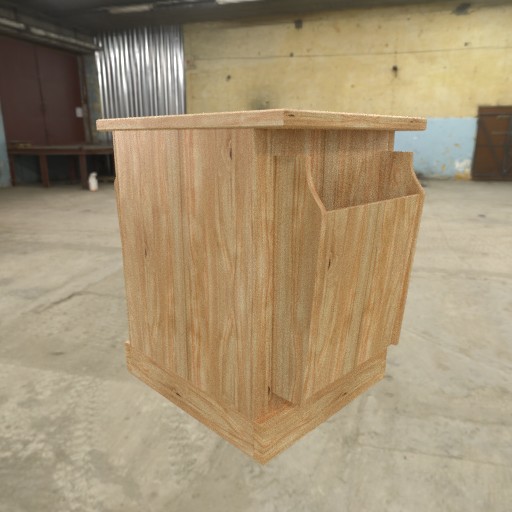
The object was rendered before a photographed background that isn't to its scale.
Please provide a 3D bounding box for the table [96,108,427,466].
[{"bbox_3d":[0.000,0.000,0.870,0.530,0.515,0.380,14,21,43],"label":"table"}]
